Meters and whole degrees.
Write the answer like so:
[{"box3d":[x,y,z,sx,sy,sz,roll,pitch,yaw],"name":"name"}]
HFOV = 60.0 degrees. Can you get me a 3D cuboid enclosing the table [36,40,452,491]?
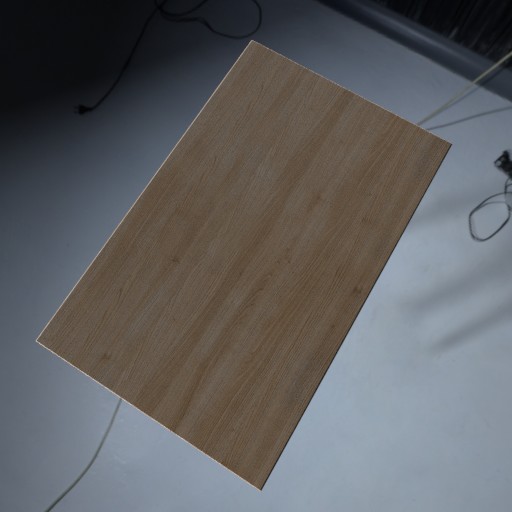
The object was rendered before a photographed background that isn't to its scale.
[{"box3d":[0.000,0.000,1.460,0.700,0.440,1.100,31,78,7],"name":"table"}]
